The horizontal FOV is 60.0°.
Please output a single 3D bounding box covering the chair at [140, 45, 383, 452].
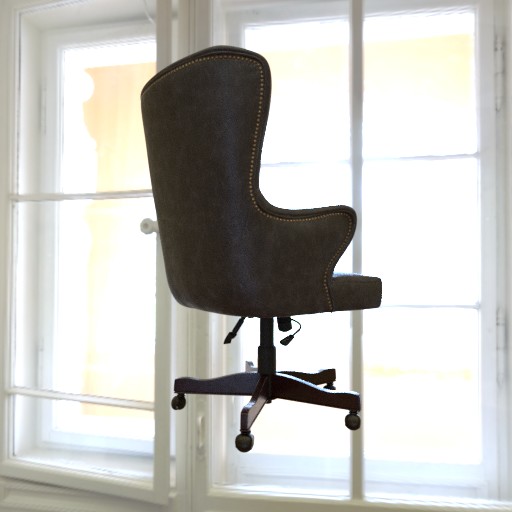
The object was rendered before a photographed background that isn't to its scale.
[{"bbox_3d":[0.000,0.000,1.444,0.717,1.037,0.594,0,0,-35],"label":"chair"}]
